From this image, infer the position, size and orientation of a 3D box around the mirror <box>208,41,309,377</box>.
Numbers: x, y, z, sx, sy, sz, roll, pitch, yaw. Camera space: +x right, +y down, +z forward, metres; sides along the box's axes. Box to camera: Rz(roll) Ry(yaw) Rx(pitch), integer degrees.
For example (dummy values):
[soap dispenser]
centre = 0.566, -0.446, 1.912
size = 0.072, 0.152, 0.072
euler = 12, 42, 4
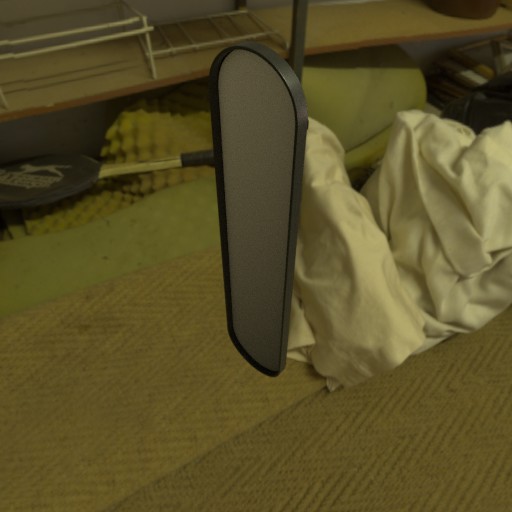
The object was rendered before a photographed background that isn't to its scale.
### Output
[mirror]
centre = 0.000, 0.000, 1.087
size = 0.222, 0.991, 0.032
euler = 34, 54, 29
